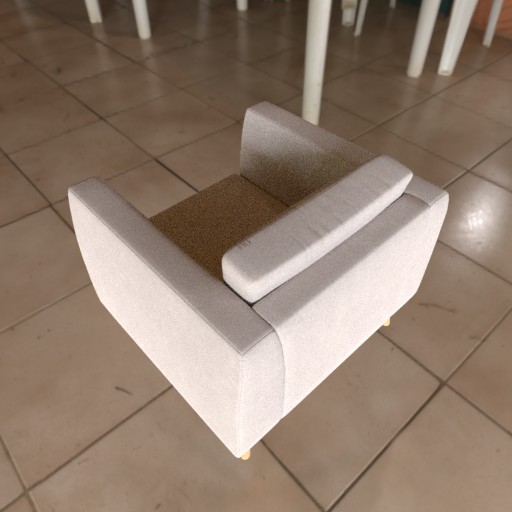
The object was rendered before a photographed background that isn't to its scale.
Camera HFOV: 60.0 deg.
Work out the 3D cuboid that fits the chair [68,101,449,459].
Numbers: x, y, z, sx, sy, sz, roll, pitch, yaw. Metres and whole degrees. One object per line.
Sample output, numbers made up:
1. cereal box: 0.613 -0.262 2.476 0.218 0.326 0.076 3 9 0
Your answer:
1. chair: 0.000 0.000 1.706 1.000 0.860 0.930 -34 54 -28
